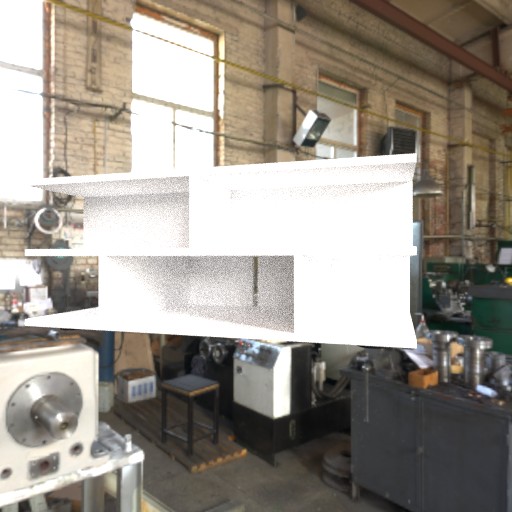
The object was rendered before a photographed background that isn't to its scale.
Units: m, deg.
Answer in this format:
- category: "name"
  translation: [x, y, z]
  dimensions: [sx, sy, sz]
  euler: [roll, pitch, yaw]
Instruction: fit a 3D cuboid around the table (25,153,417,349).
- category: "table"
  translation: [0.000, 0.000, 1.070]
  dimensions: [0.700, 0.289, 0.700]
  euler: [0, 0, 18]
